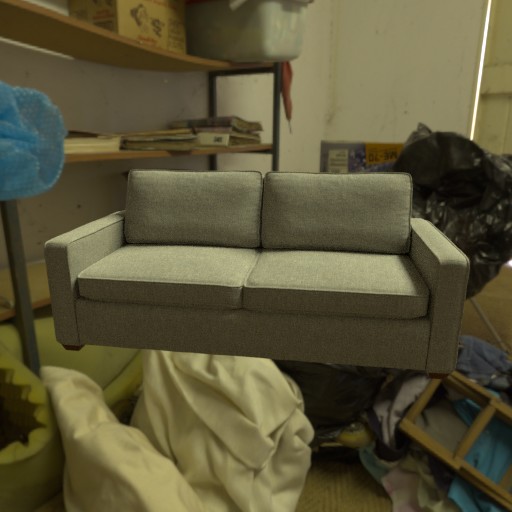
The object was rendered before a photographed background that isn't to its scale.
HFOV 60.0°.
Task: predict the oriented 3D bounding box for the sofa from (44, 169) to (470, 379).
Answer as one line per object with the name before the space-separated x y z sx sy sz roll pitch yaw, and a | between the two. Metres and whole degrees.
sofa | 0.000 0.000 2.562 2.078 0.918 0.945 2 17 8
